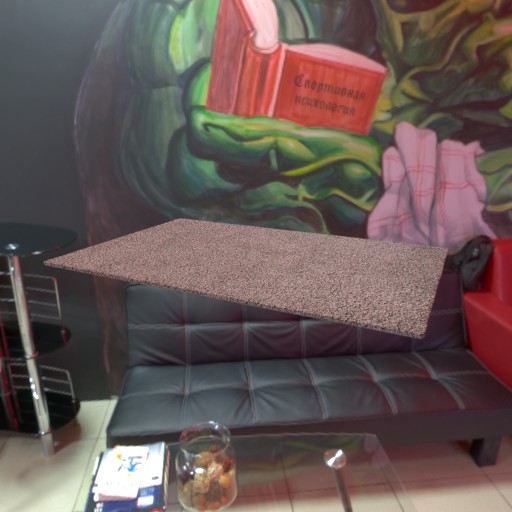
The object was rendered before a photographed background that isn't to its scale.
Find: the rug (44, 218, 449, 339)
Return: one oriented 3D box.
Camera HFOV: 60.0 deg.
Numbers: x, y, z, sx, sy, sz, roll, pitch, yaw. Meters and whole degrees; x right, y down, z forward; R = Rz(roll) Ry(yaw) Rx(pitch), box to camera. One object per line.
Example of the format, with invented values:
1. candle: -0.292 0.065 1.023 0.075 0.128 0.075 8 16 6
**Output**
1. rug: 0.000 0.000 3.547 2.743 0.030 1.778 8 19 25
